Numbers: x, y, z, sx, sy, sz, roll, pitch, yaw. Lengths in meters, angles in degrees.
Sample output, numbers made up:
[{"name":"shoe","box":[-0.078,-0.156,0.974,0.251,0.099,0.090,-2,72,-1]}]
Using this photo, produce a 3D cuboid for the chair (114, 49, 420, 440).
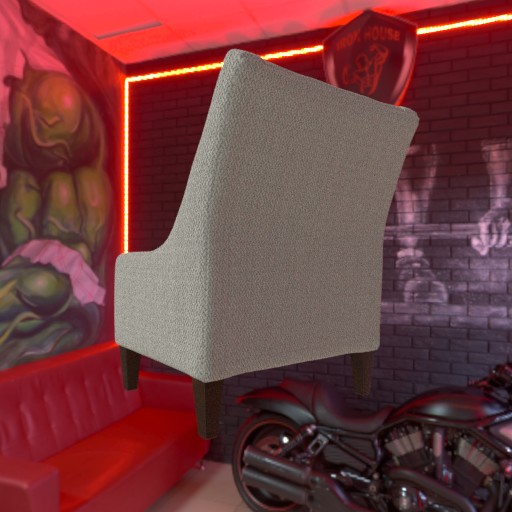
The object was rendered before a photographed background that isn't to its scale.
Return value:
[{"name":"chair","box":[0.000,0.000,1.614,0.774,1.014,0.870,0,-1,-37]}]
